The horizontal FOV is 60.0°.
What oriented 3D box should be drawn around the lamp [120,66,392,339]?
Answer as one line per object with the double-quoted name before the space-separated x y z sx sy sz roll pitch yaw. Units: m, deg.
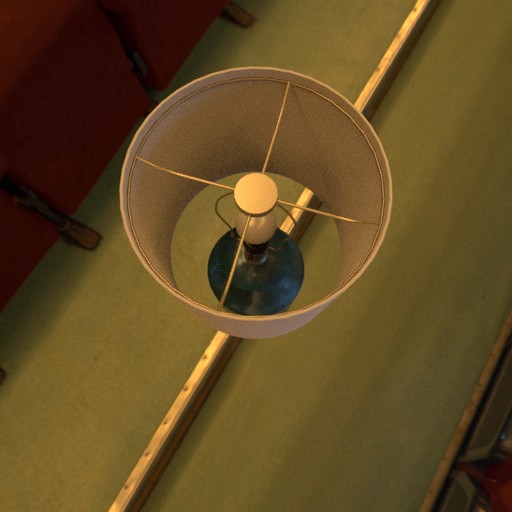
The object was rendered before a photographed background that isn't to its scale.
"lamp" 0.000 0.000 0.563 0.211 0.455 0.211 29 78 7
